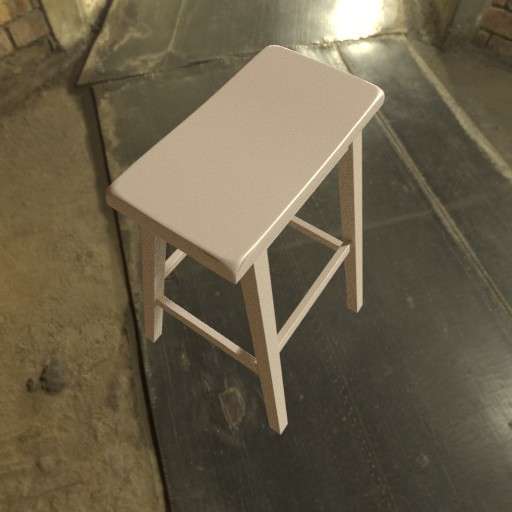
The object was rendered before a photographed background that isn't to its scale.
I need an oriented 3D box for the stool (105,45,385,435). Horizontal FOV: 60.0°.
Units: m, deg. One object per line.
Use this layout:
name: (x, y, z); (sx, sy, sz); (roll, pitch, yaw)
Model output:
stool: (0.000, 0.000, 1.018); (0.476, 0.737, 0.457); (31, 63, 18)
